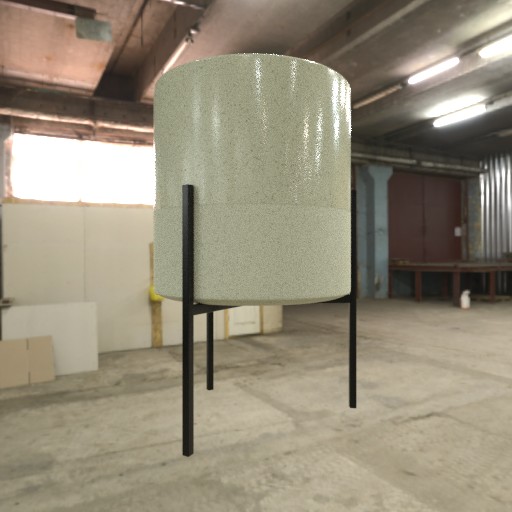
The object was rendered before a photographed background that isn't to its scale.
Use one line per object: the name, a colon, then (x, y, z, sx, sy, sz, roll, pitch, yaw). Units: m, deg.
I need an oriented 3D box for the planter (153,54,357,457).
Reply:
planter: (0.000, 0.000, 0.540, 0.243, 0.390, 0.234, 0, 0, 0)
